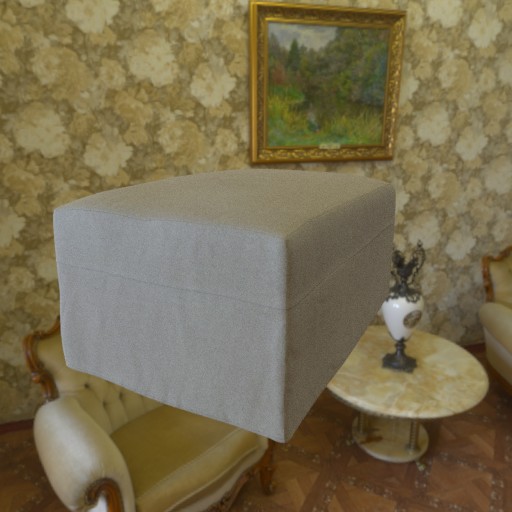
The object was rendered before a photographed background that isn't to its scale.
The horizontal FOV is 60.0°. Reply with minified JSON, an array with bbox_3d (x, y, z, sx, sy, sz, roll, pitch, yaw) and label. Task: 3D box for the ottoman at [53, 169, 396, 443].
[{"bbox_3d":[0.000,0.000,1.216,0.590,0.444,0.872,8,18,27],"label":"ottoman"}]
